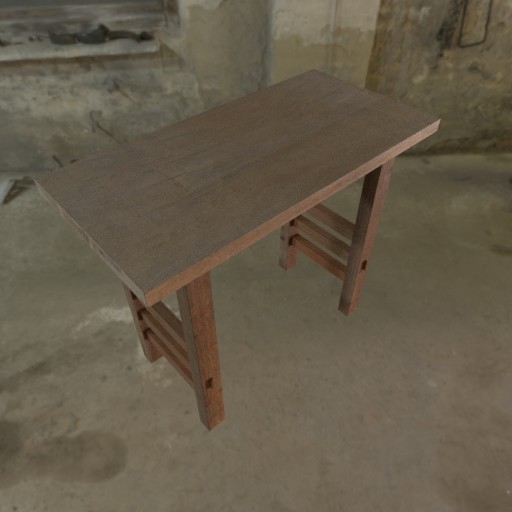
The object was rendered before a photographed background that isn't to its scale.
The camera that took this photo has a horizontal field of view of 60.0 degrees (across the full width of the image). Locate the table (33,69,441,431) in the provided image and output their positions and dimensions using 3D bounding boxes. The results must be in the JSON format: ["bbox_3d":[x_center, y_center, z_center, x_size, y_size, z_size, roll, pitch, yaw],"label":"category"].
[{"bbox_3d":[0.000,0.000,1.634,1.119,0.914,0.556,-32,53,-29],"label":"table"}]
